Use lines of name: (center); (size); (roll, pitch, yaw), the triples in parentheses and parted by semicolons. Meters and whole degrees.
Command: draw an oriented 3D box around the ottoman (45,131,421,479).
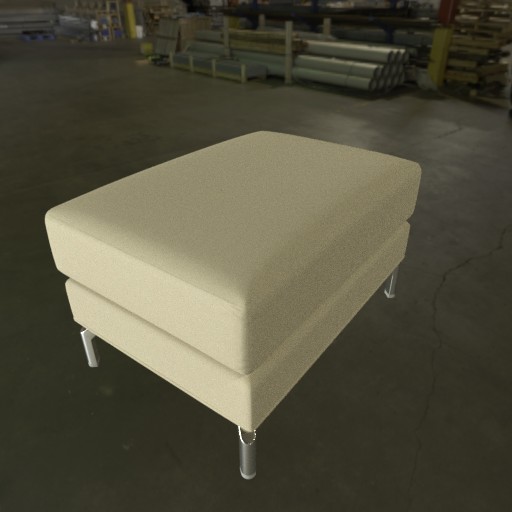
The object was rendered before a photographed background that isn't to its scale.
ottoman: (0.000, 0.000, 1.212); (0.581, 0.497, 0.835); (21, 37, 30)
